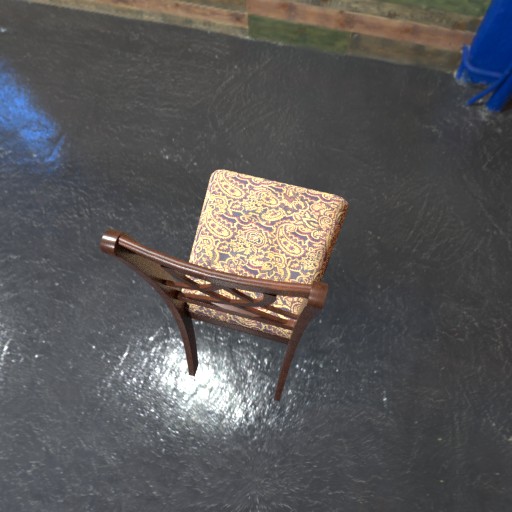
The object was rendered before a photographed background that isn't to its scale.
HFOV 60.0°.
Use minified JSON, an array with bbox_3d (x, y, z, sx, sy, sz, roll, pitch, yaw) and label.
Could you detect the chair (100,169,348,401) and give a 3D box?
[{"bbox_3d":[0.000,0.000,1.275,0.457,0.965,0.584,14,64,7],"label":"chair"}]
